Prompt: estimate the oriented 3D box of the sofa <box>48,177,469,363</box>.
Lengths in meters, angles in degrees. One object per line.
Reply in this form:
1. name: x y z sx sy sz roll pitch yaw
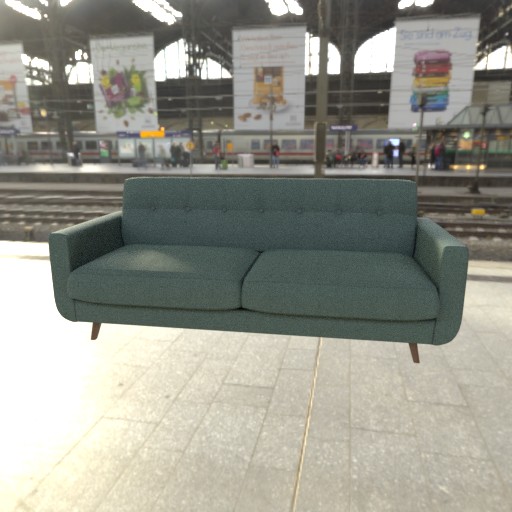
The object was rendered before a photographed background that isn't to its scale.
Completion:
1. sofa: 0.000 0.000 2.509 2.029 0.841 0.909 2 14 9
